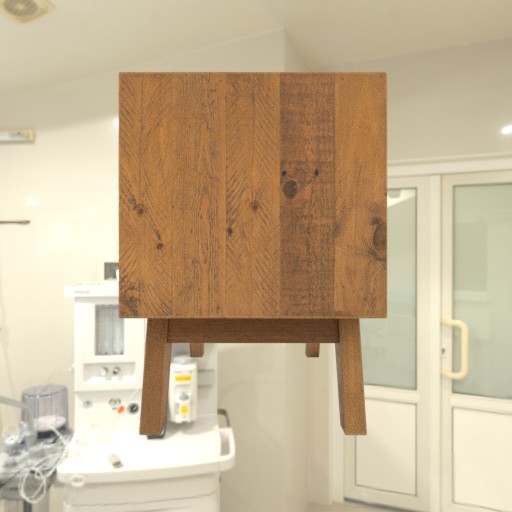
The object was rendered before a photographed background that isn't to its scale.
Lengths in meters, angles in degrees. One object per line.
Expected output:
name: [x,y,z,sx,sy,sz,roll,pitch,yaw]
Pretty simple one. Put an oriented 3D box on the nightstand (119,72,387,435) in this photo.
nightstand: [0.000,0.000,1.045,0.450,0.599,0.650,0,0,0]
